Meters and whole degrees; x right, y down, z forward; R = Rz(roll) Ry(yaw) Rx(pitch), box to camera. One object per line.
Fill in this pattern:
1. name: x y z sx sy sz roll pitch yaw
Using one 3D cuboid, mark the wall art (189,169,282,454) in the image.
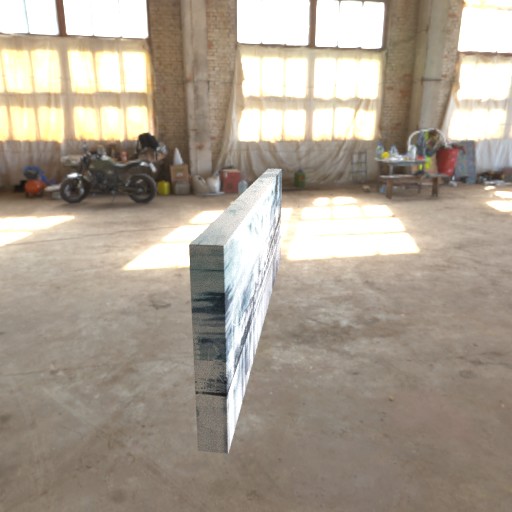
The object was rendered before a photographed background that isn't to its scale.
1. wall art: 0.000 0.000 0.840 0.037 0.251 0.759 2 17 7
